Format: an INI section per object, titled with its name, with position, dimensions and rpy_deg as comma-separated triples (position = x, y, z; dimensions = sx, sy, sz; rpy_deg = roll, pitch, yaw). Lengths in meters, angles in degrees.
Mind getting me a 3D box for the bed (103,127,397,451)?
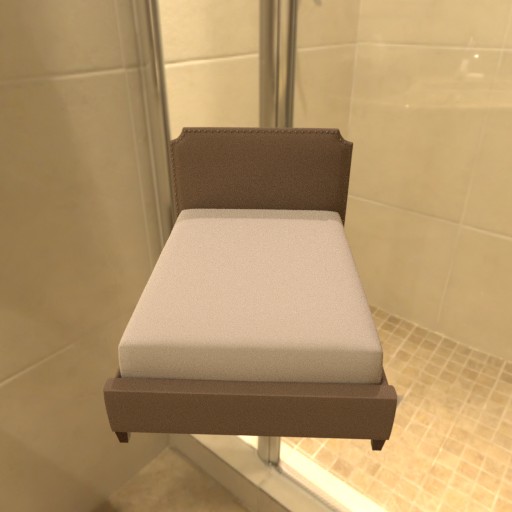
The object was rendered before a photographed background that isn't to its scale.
[bed]
position = 0.000, 0.000, 3.415
dimensions = 1.713, 1.443, 2.372
rpy_deg = 1, 29, 2
